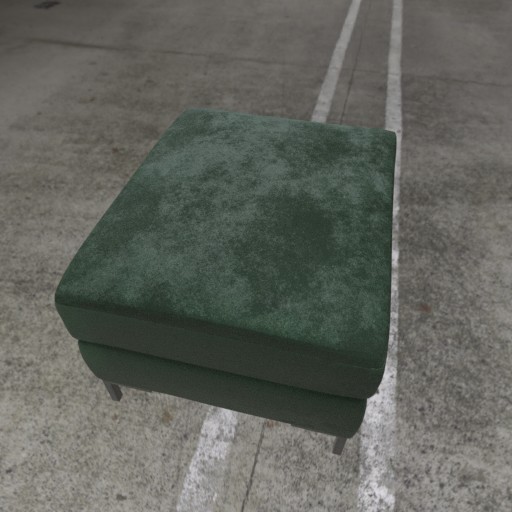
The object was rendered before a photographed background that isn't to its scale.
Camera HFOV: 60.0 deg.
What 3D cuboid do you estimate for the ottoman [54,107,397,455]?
[{"bbox_3d":[0.000,0.000,1.287,0.701,0.538,0.839,10,47,9],"label":"ottoman"}]
